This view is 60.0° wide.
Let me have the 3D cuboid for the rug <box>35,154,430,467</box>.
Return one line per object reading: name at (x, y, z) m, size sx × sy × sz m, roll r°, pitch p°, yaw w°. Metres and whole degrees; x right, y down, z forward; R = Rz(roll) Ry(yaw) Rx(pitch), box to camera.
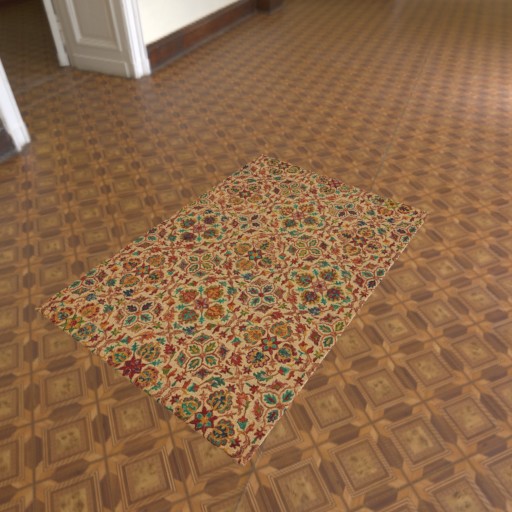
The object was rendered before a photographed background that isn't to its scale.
rug at (0.000, 0.000, 2.951) m, size 1.541 × 0.018 × 2.297 m, roll 26°, pitch 48°, yaw 26°
